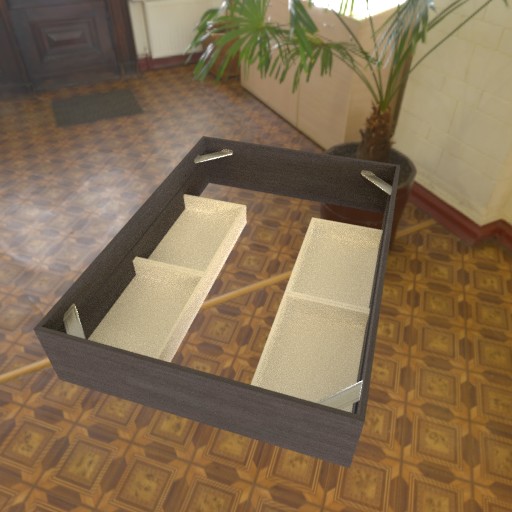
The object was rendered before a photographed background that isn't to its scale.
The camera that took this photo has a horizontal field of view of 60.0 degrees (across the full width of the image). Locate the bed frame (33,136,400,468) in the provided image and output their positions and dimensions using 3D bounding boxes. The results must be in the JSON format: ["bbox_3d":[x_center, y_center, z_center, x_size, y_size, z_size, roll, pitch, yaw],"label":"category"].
[{"bbox_3d":[0.000,0.000,2.616,1.448,0.459,1.944,12,43,13],"label":"bed frame"}]
